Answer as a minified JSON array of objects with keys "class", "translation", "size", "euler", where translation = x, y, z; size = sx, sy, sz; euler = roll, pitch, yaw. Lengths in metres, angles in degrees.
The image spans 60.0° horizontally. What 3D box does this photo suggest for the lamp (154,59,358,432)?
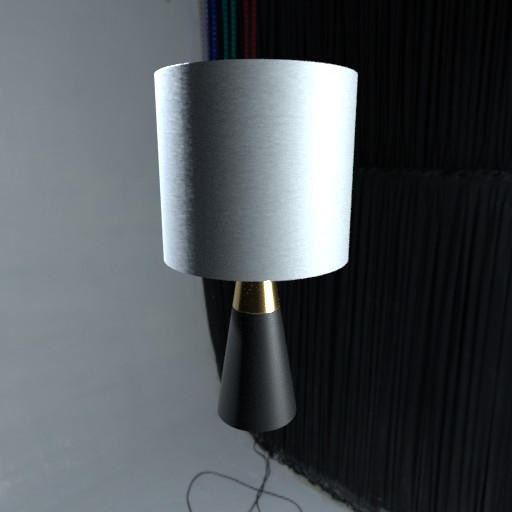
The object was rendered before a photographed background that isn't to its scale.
[{"class":"lamp","translation":[0.000,0.000,0.755],"size":[0.308,0.580,0.308],"euler":[-14,19,-43]}]
